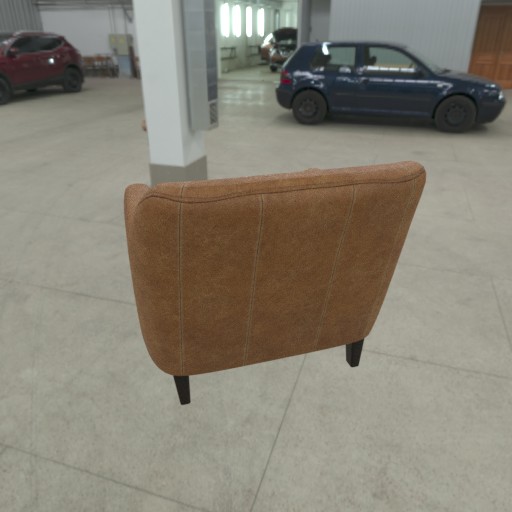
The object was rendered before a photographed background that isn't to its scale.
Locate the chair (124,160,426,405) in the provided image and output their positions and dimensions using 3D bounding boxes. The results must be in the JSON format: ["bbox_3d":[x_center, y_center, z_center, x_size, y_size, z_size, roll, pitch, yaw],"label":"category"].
[{"bbox_3d":[0.000,0.000,1.897,1.037,0.980,1.034,-8,28,-15],"label":"chair"}]
